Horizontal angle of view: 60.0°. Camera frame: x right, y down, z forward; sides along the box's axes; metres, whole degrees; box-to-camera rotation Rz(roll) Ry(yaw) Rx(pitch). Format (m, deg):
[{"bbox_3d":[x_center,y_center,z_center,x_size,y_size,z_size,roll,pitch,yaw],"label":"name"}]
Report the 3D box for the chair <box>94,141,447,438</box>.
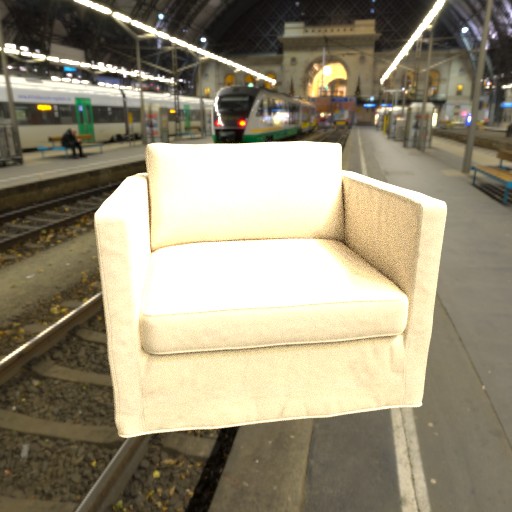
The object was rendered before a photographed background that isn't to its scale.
[{"bbox_3d":[0.000,0.000,1.754,1.057,0.851,0.947,-3,18,-9],"label":"chair"}]
